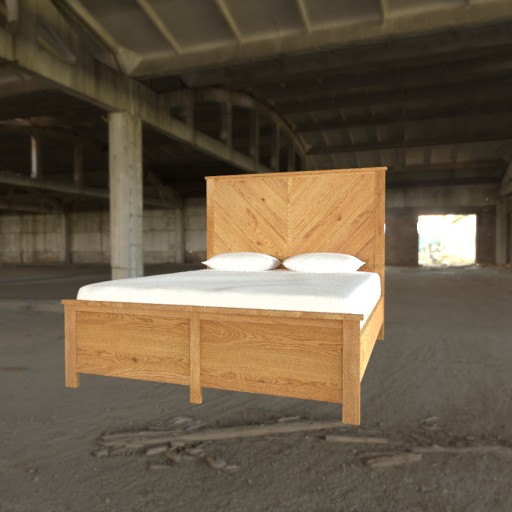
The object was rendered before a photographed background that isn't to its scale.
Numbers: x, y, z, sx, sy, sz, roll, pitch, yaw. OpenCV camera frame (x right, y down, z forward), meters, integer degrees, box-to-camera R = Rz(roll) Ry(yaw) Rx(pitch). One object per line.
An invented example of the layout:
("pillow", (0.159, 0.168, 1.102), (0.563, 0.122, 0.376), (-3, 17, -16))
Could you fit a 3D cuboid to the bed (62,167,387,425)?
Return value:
("bed", (0.000, 0.000, 3.624), (1.936, 1.686, 2.201), (1, 2, 19))
